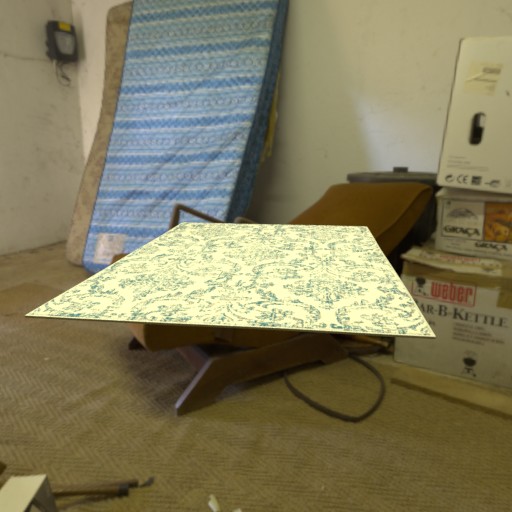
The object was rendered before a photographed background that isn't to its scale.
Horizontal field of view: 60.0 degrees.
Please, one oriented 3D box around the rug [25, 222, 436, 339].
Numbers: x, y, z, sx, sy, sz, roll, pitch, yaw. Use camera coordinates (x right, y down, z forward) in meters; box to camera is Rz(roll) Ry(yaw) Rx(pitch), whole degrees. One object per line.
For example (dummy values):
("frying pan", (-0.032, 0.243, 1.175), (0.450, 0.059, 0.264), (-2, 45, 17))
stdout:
("rug", (0.000, 0.000, 2.732), (1.586, 0.014, 2.197), (2, 14, 7))
